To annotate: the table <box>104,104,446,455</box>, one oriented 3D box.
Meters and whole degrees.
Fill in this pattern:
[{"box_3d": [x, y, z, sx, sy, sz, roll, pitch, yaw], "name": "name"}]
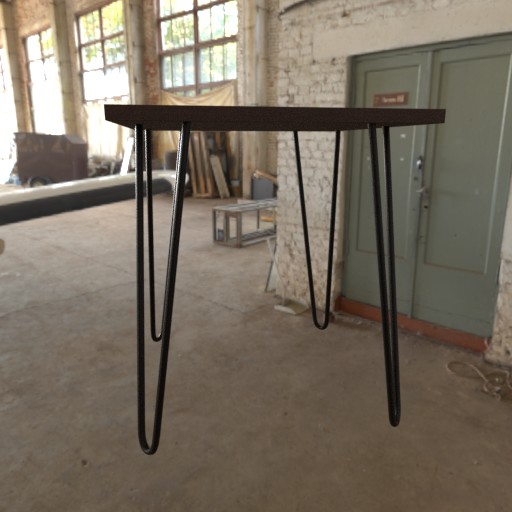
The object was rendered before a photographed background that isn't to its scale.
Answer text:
[{"box_3d": [0.000, 0.000, 0.931, 0.495, 0.559, 0.495, -2, 14, -10], "name": "table"}]
